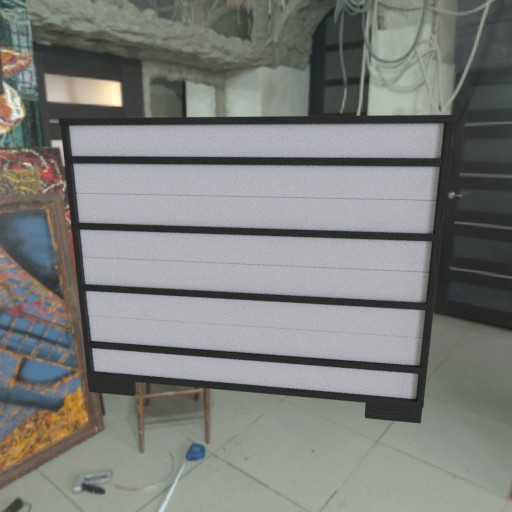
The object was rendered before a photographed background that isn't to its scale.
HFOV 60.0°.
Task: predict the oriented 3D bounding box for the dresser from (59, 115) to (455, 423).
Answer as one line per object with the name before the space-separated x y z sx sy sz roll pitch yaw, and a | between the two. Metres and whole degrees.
dresser | 0.000 0.000 1.390 0.994 0.816 0.404 2 15 9
